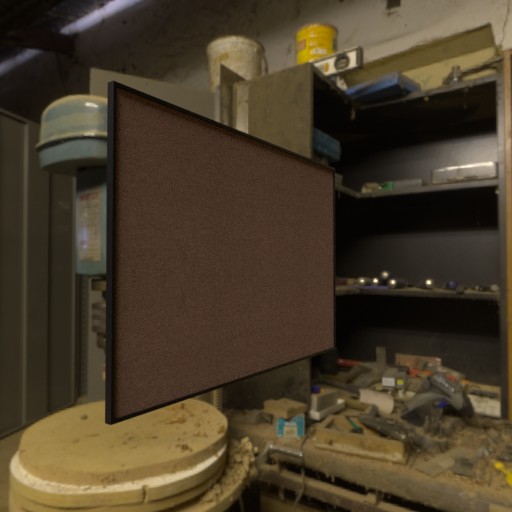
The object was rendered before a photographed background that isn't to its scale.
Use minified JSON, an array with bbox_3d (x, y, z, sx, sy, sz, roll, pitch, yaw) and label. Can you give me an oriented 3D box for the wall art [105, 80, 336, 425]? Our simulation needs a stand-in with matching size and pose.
[{"bbox_3d":[0.000,0.000,1.240,0.019,0.660,0.957,-1,-2,36],"label":"wall art"}]
